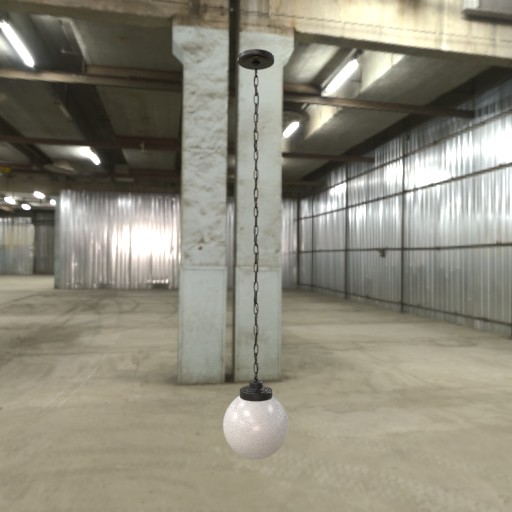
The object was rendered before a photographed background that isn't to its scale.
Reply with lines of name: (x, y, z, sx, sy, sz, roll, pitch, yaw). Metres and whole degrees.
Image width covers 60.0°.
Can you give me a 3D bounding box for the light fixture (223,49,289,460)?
light fixture: (0.000, 0.000, 2.074, 0.304, 1.867, 0.305, 0, -1, 17)
